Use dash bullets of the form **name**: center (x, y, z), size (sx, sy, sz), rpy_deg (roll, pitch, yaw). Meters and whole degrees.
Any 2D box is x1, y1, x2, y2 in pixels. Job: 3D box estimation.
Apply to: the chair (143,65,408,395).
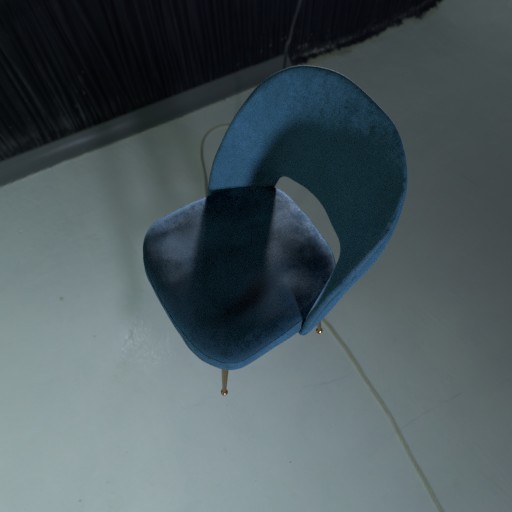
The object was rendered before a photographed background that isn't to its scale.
- **chair**: center (0.000, 0.000, 1.239), size (0.577, 0.860, 0.527), rpy_deg (-30, 67, -14)
